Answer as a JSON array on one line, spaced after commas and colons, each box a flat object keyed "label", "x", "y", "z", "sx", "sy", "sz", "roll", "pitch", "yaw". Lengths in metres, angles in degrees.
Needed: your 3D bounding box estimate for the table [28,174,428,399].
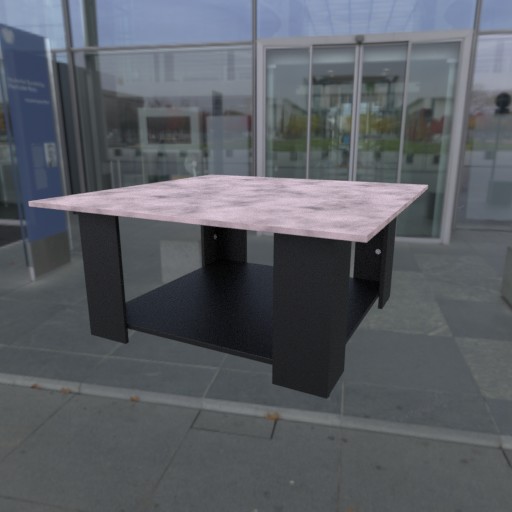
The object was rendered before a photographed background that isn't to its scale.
[{"label": "table", "x": 0.000, "y": 0.000, "z": 1.058, "sx": 0.670, "sy": 0.305, "sz": 0.670, "roll": 8, "pitch": 17, "yaw": 26}]
